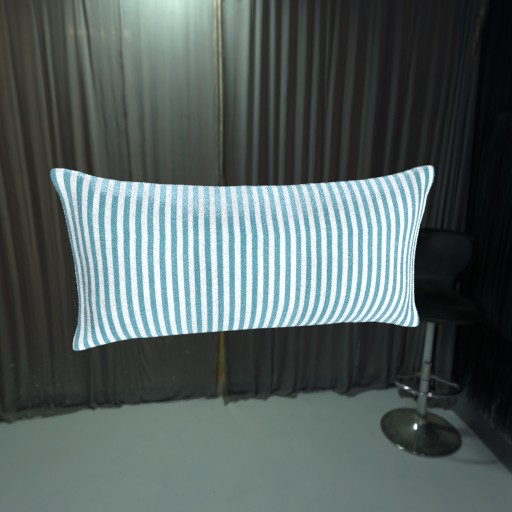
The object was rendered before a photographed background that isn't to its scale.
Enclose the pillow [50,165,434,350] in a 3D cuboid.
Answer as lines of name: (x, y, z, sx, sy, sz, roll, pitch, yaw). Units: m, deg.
pillow: (0.000, 0.000, 0.743, 0.617, 0.295, 0.151, -2, 15, -9)
